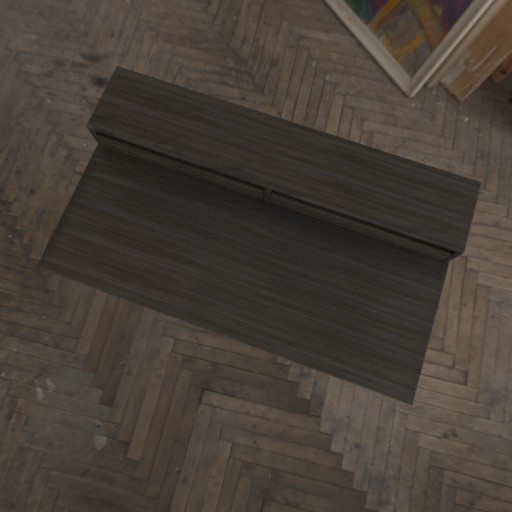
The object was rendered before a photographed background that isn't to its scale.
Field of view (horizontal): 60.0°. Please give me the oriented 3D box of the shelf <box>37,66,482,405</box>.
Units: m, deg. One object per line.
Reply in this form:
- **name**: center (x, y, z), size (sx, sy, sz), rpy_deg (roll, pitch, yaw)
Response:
- **shelf**: center (0.000, 0.000, 1.715), size (1.212, 0.865, 0.685), rpy_deg (19, 76, 5)
